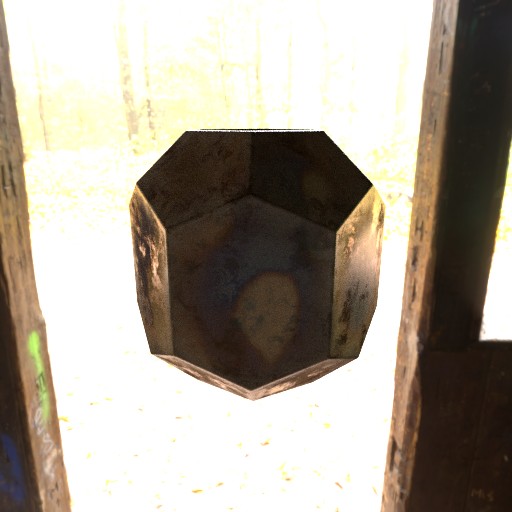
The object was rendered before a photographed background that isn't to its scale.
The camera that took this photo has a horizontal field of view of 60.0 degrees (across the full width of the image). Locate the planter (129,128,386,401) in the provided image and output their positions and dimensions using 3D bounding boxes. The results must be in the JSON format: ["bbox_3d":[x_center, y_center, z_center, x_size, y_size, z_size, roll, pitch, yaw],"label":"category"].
[{"bbox_3d":[0.000,0.000,0.433,0.221,0.238,0.243,-9,19,-26],"label":"planter"}]
